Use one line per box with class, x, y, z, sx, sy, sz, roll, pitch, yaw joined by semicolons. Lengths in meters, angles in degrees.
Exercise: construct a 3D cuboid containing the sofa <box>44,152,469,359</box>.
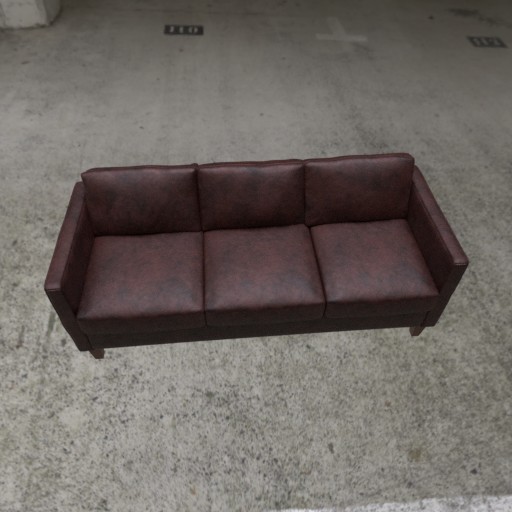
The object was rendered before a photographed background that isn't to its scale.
sofa;0.000;0.000;3.043;2.464;1.006;1.045;-3;48;-3
